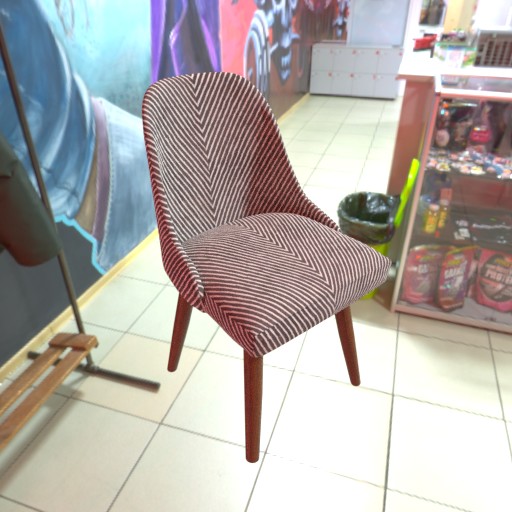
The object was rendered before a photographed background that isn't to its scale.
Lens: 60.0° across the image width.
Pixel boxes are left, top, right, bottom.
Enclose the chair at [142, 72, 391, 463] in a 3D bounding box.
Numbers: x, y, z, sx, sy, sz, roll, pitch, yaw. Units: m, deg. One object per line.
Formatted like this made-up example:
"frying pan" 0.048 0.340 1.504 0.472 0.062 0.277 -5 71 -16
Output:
"chair" 0.000 0.000 1.241 0.504 0.883 0.591 -23 38 -33
